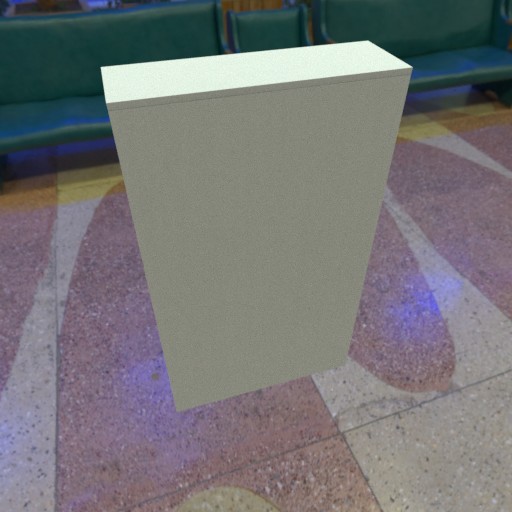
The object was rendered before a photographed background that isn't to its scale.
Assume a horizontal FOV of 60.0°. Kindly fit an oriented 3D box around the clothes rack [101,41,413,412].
[{"bbox_3d":[0.000,0.000,1.545,0.750,1.280,0.250,-12,43,-13],"label":"clothes rack"}]
